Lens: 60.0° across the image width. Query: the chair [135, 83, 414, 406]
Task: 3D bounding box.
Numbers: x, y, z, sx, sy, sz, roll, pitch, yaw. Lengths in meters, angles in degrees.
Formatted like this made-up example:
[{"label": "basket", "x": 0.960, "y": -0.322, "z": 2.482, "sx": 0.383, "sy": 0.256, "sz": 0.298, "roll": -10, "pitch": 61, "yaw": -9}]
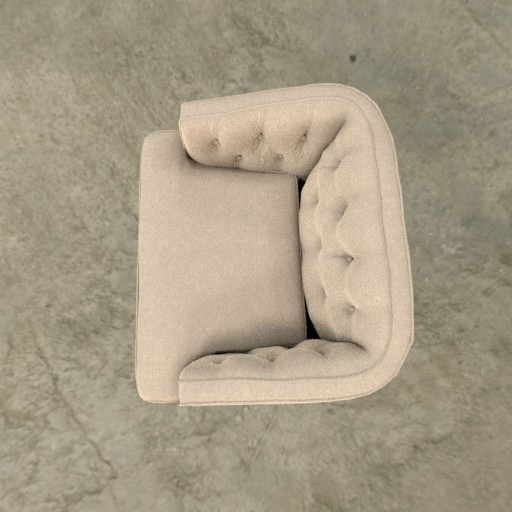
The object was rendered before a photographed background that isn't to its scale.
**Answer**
[{"label": "chair", "x": 0.000, "y": 0.000, "z": 1.774, "sx": 0.941, "sy": 0.852, "sz": 1.104, "roll": -2, "pitch": 76, "yaw": 0}]
